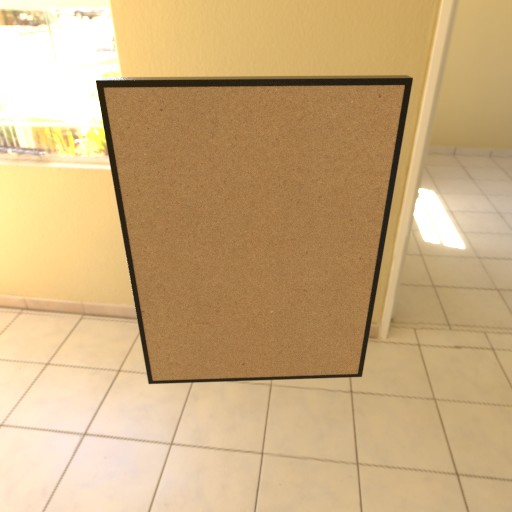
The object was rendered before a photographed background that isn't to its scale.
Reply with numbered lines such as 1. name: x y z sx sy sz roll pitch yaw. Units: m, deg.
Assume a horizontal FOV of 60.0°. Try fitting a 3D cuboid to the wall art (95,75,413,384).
1. wall art: 0.000 0.000 1.384 0.788 1.046 0.043 -1 31 -2
